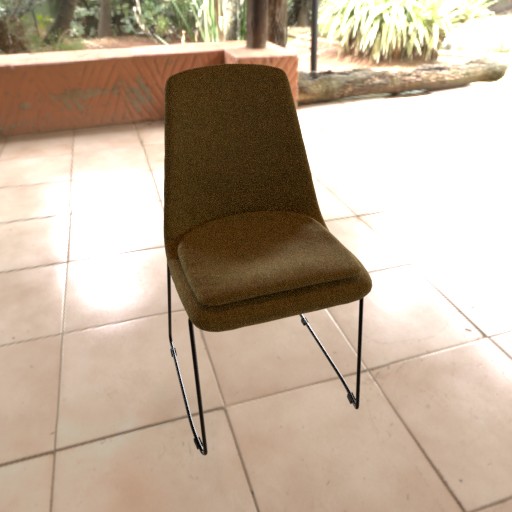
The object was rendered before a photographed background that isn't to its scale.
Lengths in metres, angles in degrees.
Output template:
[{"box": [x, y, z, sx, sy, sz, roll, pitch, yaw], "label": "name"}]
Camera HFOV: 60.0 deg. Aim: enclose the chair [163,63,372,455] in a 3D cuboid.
[{"box": [0.000, 0.000, 1.148, 0.479, 0.849, 0.496, -11, 35, -16], "label": "chair"}]
